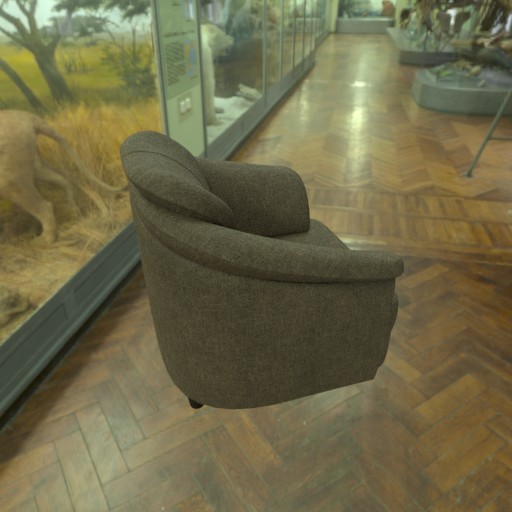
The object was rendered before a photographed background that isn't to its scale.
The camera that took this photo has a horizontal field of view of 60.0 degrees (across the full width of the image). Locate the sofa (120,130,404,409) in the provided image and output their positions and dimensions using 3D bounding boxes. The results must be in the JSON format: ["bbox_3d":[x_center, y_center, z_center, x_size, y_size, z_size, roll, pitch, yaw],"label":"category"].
[{"bbox_3d":[0.000,0.000,1.537,0.794,0.811,0.870,-9,31,-16],"label":"sofa"}]
